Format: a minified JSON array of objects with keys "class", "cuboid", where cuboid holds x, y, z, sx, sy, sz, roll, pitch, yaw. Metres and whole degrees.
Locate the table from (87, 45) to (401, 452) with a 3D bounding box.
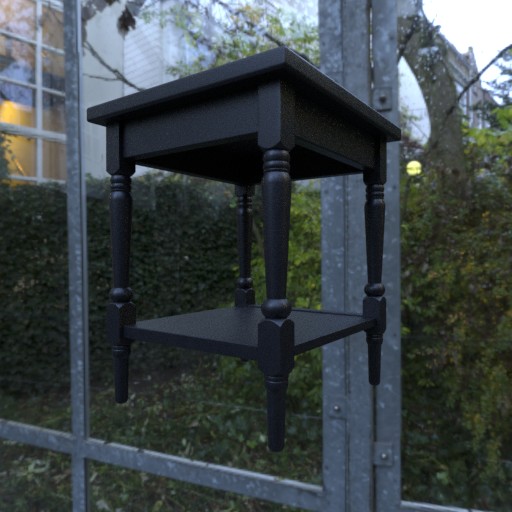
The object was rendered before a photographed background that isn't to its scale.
[{"class":"table","cuboid":[0.000,0.000,0.912,0.442,0.565,0.488,0,1,35]}]
